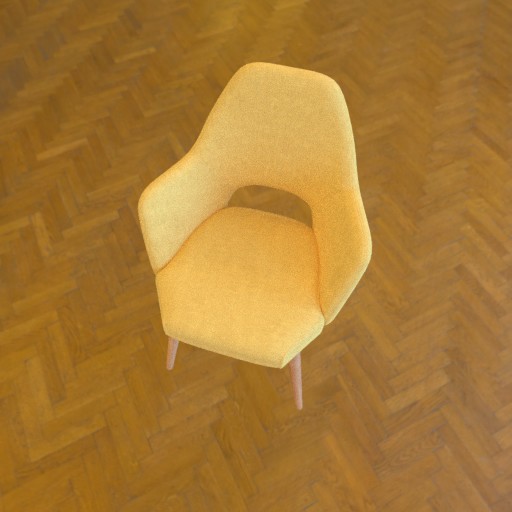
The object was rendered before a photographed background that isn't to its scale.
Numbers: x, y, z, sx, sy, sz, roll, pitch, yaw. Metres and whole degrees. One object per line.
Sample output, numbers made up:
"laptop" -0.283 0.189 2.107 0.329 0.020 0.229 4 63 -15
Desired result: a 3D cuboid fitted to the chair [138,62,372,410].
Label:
"chair" 0.000 0.000 1.279 0.590 0.840 0.610 14 59 9
